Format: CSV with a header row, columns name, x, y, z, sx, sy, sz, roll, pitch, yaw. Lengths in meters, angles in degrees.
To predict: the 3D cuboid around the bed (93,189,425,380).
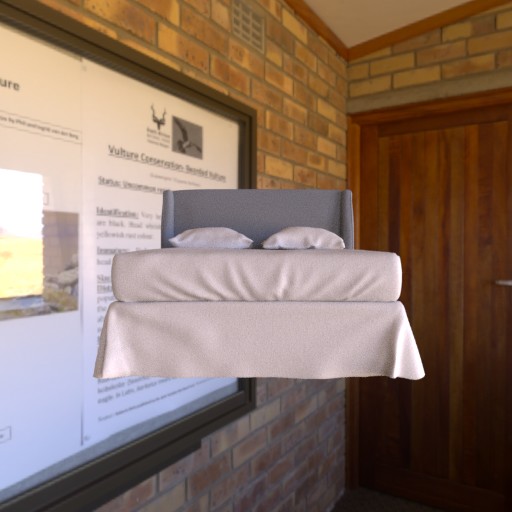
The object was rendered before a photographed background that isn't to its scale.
name,x,y,z,sx,sy,sz,roll,pitch,yaw
bed,0.000,0.000,3.479,1.925,1.332,2.276,0,1,1
